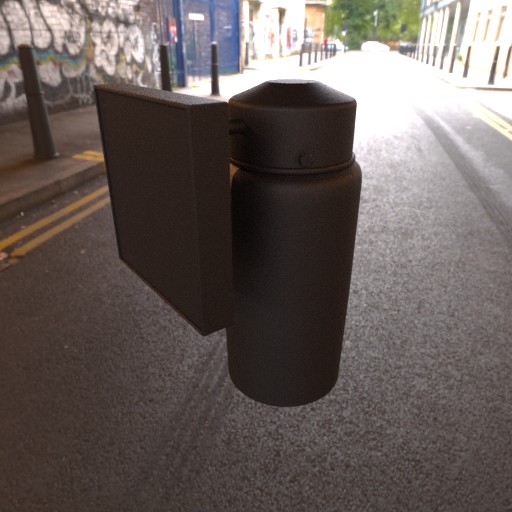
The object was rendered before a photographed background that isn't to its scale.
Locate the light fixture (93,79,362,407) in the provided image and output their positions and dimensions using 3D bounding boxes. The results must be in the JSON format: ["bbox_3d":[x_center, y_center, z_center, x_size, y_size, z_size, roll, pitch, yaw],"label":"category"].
[{"bbox_3d":[0.000,0.000,0.353,0.176,0.257,0.130,-18,31,-33],"label":"light fixture"}]
